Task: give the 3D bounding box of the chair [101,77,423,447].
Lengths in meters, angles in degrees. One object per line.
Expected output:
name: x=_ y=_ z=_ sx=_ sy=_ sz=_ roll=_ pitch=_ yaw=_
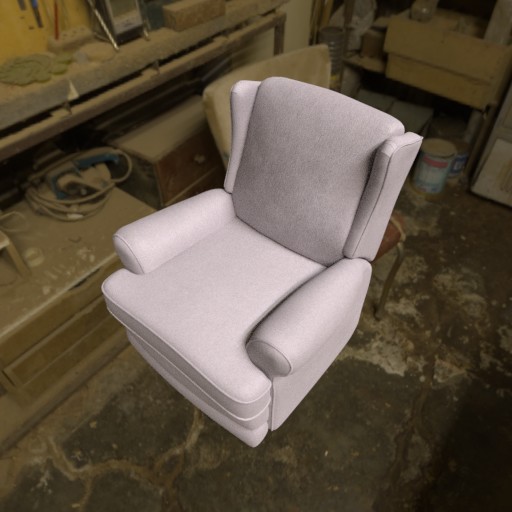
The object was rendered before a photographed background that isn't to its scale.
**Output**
chair: x=0.000 y=0.000 z=1.681 sx=0.847 sy=1.011 sz=0.969 roll=31 pitch=54 yaw=27
